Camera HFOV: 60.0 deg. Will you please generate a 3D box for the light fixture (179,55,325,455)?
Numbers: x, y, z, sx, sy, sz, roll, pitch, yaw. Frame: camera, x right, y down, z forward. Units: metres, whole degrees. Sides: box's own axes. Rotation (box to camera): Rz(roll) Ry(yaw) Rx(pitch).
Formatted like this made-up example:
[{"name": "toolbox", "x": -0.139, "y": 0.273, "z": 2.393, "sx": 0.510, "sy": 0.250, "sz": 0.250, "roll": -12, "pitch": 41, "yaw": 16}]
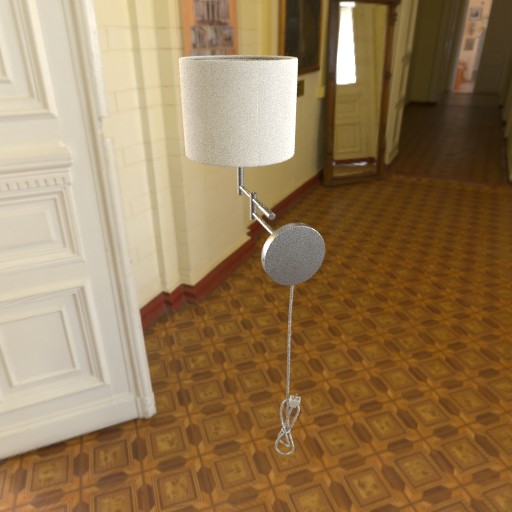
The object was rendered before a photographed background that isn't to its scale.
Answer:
[{"name": "light fixture", "x": 0.000, "y": 0.000, "z": 1.041, "sx": 0.253, "sy": 0.842, "sz": 0.479, "roll": -9, "pitch": 28, "yaw": -17}]
